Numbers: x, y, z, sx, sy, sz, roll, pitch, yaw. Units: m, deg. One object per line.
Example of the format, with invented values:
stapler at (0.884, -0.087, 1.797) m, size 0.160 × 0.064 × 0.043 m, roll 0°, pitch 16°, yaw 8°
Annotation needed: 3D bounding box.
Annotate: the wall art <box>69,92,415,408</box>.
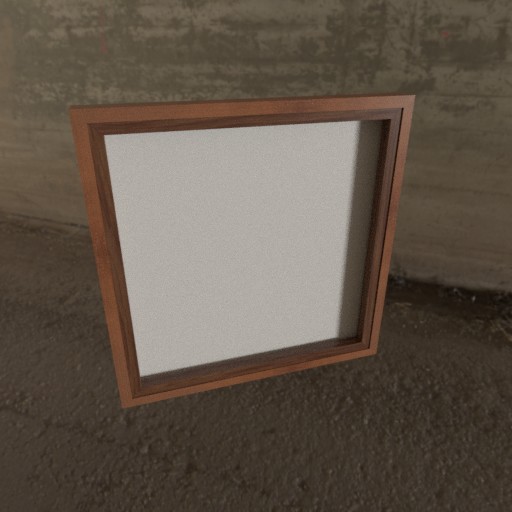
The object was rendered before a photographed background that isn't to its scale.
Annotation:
wall art at (0.000, 0.000, 0.601) m, size 0.403 × 0.403 × 0.035 m, roll -8°, pitch 27°, yaw -15°
